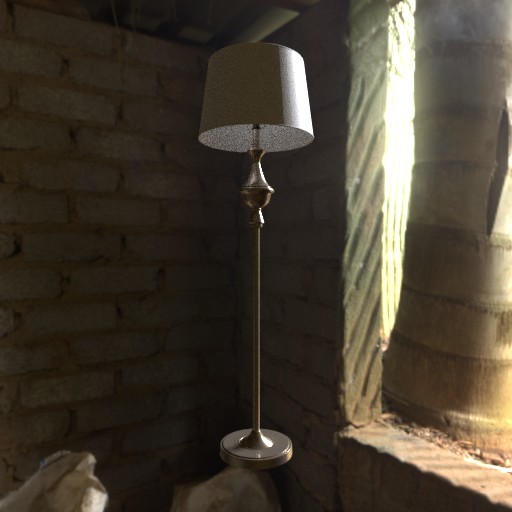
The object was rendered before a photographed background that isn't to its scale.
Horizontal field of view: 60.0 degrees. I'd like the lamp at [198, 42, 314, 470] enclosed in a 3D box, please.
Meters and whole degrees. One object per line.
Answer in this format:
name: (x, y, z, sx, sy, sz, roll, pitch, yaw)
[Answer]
lamp: (0.000, 0.000, 1.671, 0.431, 1.488, 0.431, 0, 1, 0)
